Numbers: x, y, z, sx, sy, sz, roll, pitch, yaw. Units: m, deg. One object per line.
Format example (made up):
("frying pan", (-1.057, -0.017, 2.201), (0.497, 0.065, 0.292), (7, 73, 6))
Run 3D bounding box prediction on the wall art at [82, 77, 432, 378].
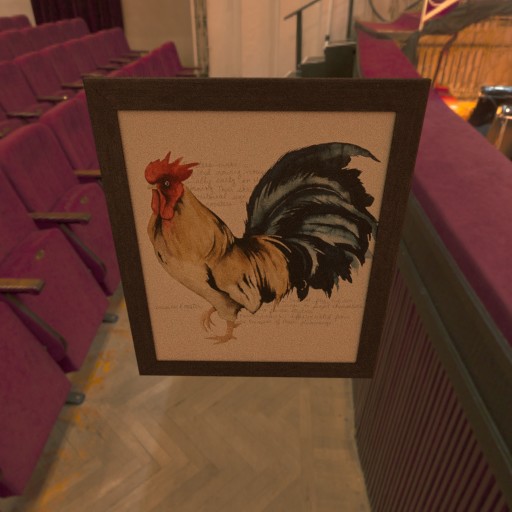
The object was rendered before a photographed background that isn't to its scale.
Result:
("wall art", (0.000, 0.000, 0.756), (0.476, 0.570, 0.013), (0, 32, 1))
